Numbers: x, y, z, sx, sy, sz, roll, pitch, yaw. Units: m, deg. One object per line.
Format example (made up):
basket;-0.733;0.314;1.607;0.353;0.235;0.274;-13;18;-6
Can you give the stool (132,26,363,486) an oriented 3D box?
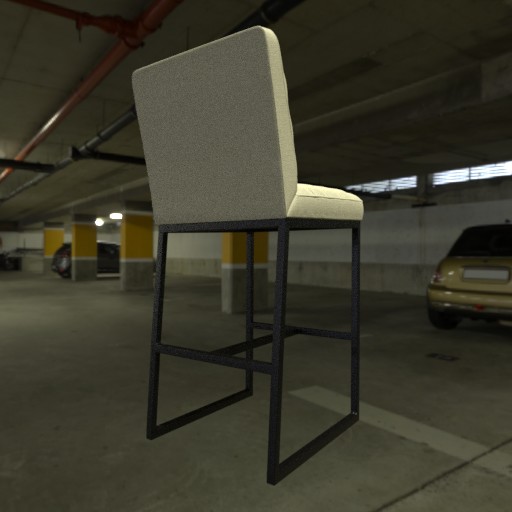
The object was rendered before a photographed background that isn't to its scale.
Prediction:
stool;0.000;0.000;1.318;0.460;1.040;0.560;0;1;36
